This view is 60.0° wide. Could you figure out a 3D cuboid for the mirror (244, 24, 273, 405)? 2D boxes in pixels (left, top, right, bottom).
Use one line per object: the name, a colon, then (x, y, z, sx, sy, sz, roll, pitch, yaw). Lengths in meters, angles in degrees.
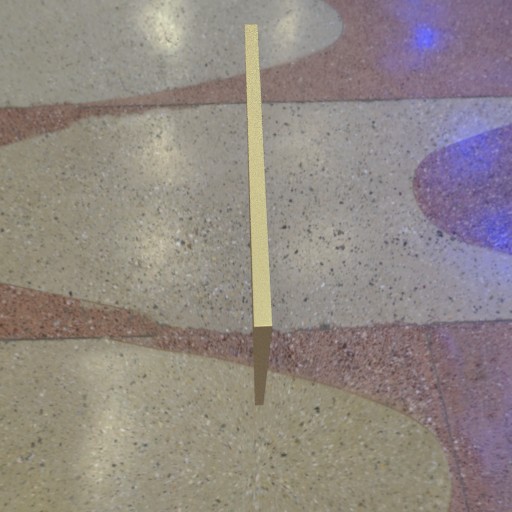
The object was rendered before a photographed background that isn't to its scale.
mirror: (0.000, 0.000, 1.371, 0.032, 1.023, 0.756, -2, 64, -1)
